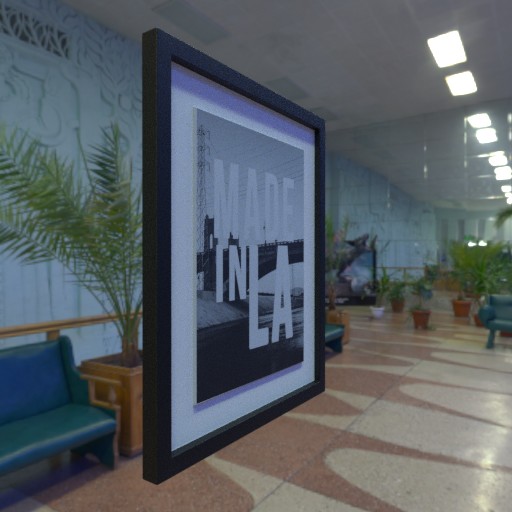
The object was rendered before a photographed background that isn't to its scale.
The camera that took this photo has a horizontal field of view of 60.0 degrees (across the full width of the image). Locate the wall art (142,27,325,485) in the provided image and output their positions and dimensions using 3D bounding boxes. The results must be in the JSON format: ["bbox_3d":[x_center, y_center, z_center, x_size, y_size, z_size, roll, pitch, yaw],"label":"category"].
[{"bbox_3d":[0.000,0.000,0.733,0.028,0.559,0.457,0,0,35],"label":"wall art"}]
